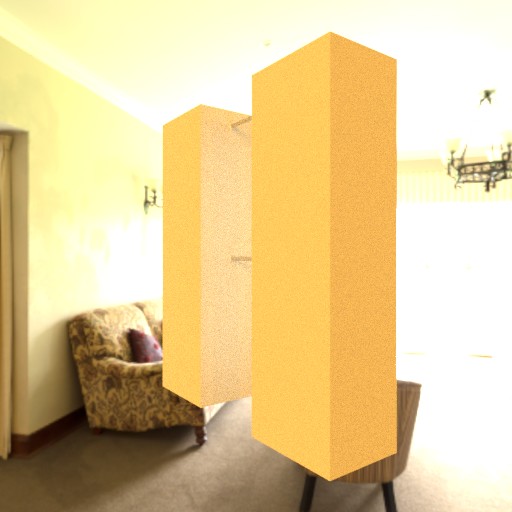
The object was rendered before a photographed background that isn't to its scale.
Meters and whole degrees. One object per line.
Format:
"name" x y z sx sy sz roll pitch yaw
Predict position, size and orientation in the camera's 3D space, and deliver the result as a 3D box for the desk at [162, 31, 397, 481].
"desk" 0.000 0.000 2.826 0.480 2.000 1.770 0 0 -36
